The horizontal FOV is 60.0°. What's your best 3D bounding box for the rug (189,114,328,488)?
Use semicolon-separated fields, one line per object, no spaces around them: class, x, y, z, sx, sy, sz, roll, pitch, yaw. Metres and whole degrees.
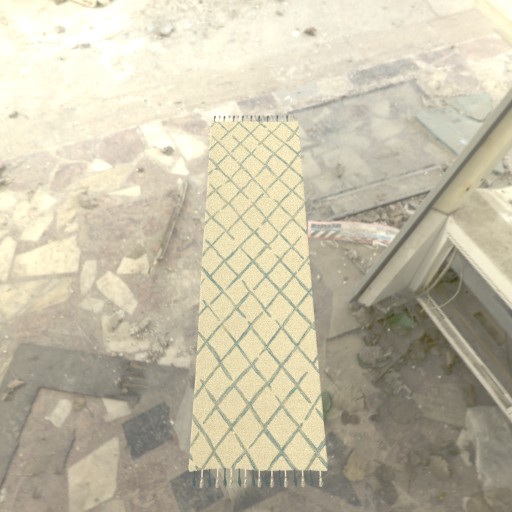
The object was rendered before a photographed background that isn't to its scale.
rug;0.000;0.000;2.555;0.620;0.008;2.372;0;58;0
